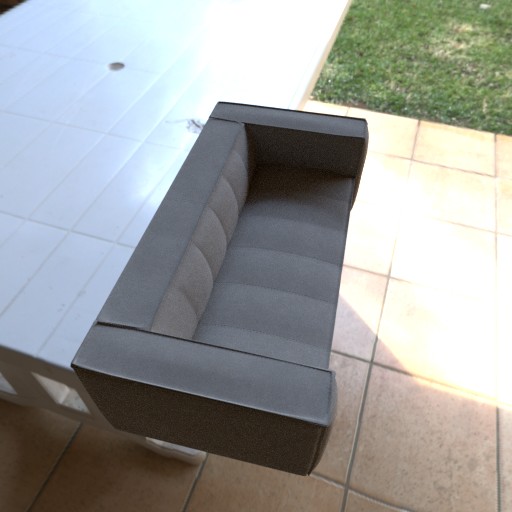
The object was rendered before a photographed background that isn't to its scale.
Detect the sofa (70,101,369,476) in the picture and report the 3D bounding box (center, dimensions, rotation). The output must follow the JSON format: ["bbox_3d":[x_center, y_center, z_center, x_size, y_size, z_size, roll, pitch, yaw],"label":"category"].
[{"bbox_3d":[0.000,0.000,2.449,1.038,0.680,1.995,10,49,9],"label":"sofa"}]
